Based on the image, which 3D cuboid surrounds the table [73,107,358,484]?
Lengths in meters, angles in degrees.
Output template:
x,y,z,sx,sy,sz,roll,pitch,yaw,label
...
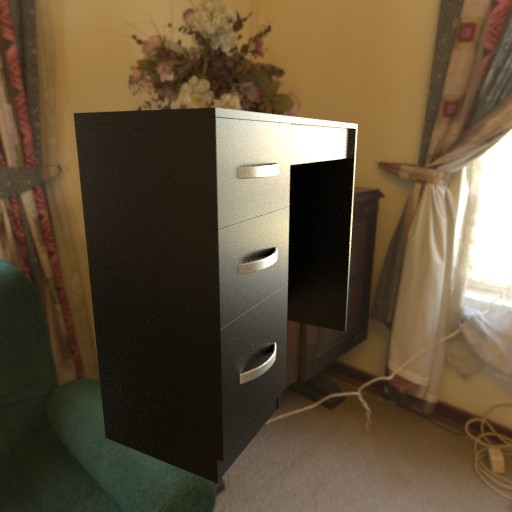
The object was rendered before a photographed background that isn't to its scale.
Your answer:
x,y,z,sx,sy,sz,roll,pitch,yaw,label
0.000,0.000,1.345,0.380,0.790,0.930,8,16,27,table
